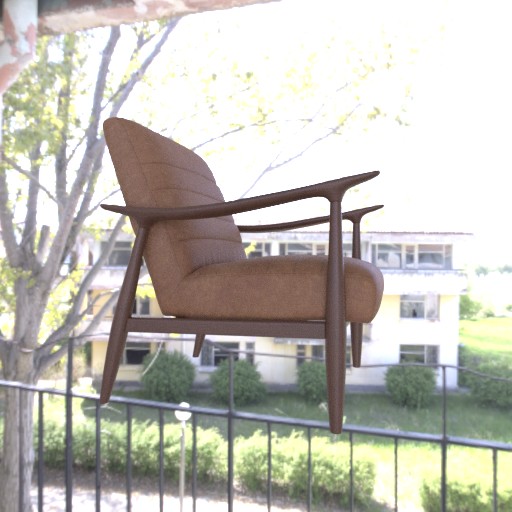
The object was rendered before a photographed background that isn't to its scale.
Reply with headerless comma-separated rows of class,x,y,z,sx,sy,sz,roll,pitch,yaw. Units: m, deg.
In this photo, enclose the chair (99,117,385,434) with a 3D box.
chair,0.000,0.000,1.443,0.798,0.832,0.741,0,0,17
